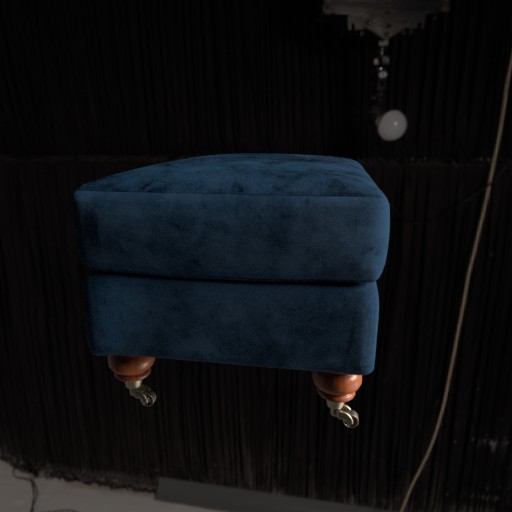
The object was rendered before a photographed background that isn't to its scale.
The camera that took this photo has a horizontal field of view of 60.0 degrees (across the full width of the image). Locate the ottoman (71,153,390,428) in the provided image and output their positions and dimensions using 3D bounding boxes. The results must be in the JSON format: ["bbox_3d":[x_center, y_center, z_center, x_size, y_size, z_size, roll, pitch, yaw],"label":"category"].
[{"bbox_3d":[0.000,0.000,1.142,0.572,0.503,0.773,3,16,9],"label":"ottoman"}]
